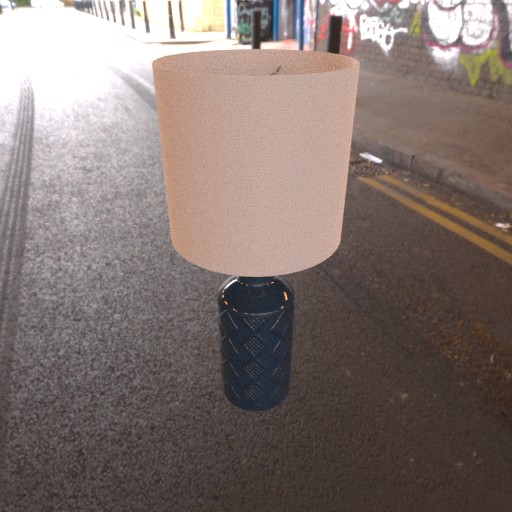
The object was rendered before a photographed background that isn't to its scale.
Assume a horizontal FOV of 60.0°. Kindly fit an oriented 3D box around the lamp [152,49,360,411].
[{"bbox_3d":[0.000,0.000,0.565,0.207,0.461,0.207,9,32,15],"label":"lamp"}]
